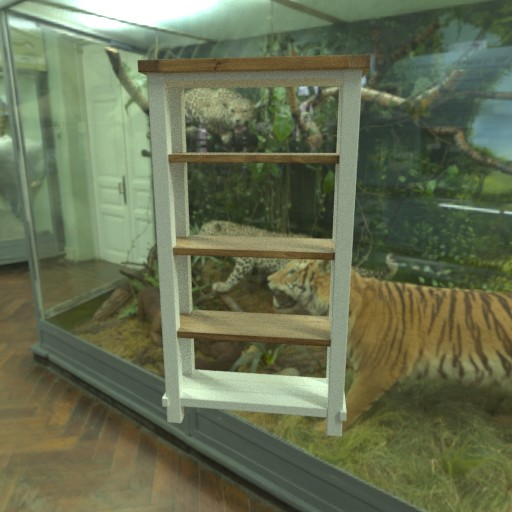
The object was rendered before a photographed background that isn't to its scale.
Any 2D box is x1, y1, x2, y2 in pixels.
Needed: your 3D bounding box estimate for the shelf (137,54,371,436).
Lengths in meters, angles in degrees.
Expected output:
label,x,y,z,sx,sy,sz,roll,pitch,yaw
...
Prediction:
label,x,y,z,sx,sy,sz,roll,pitch,yaw
shelf,0.000,0.000,2.339,1.022,1.878,0.381,2,15,7
